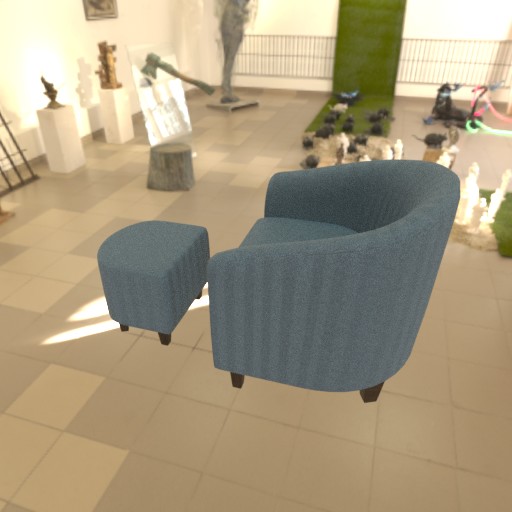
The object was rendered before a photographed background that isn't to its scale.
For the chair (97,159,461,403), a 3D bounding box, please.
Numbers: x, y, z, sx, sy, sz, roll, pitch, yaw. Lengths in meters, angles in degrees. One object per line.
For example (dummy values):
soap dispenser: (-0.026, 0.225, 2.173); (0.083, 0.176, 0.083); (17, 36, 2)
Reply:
chair: (0.000, 0.000, 1.673); (1.288, 0.757, 0.756); (9, 32, 14)
